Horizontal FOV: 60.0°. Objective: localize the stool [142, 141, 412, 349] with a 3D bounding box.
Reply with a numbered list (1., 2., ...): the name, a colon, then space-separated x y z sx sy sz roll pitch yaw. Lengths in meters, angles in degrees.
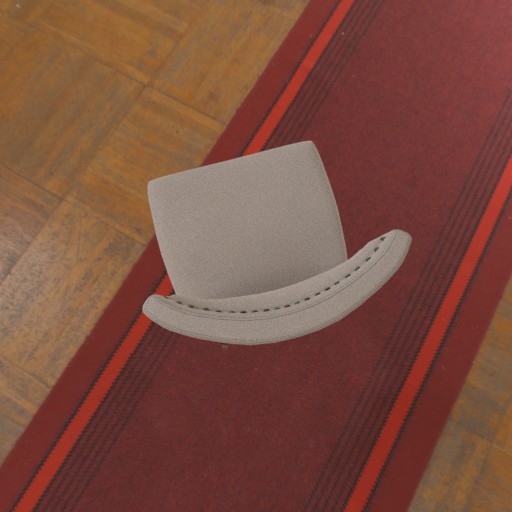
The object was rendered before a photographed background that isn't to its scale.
1. stool: 0.000 0.000 1.325 0.527 0.982 0.563 -15 76 -4
